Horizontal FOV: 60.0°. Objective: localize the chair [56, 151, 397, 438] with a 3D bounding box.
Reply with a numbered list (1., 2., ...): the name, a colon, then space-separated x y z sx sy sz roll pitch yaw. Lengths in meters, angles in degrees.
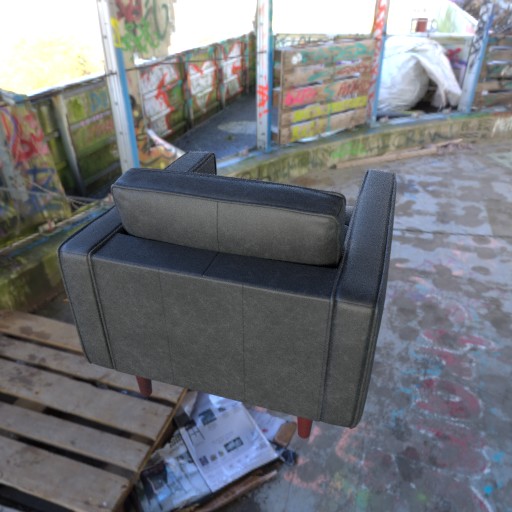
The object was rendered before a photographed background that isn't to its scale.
1. chair: 0.000 0.000 1.564 0.889 0.763 0.914 9 33 15
